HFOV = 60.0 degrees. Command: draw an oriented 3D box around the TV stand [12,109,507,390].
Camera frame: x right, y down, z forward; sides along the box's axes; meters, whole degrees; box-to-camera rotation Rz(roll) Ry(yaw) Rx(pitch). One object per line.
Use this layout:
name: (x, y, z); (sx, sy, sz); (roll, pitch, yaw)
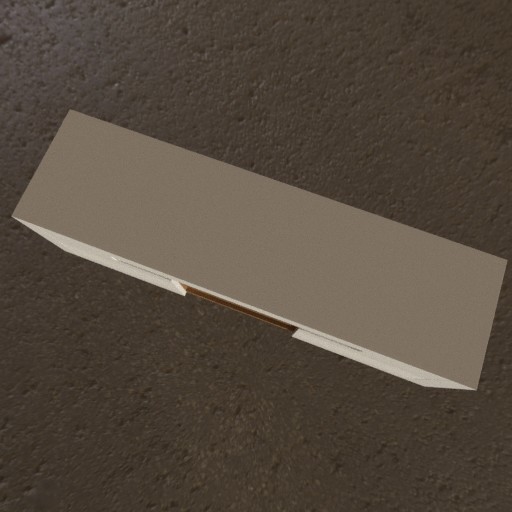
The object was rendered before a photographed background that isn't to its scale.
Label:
TV stand: (0.000, 0.000, 1.597); (1.500, 0.440, 0.410); (20, 76, 5)
